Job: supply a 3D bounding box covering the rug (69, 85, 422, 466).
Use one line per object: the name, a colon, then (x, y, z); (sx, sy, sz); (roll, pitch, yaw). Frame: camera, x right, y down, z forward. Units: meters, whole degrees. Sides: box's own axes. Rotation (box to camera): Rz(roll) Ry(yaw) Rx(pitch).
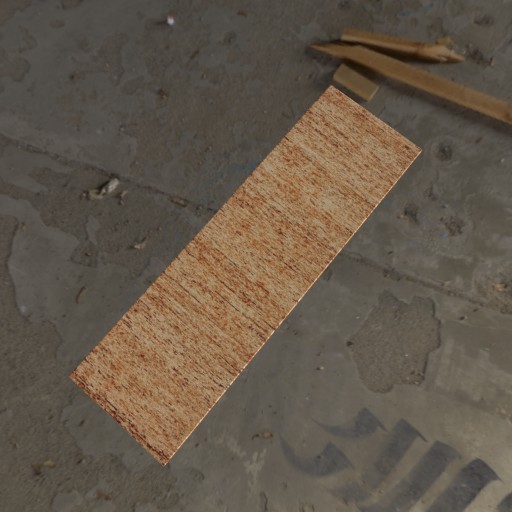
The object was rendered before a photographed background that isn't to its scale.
rug: (0.000, 0.000, 2.456); (0.680, 0.014, 2.237); (39, 79, 9)
